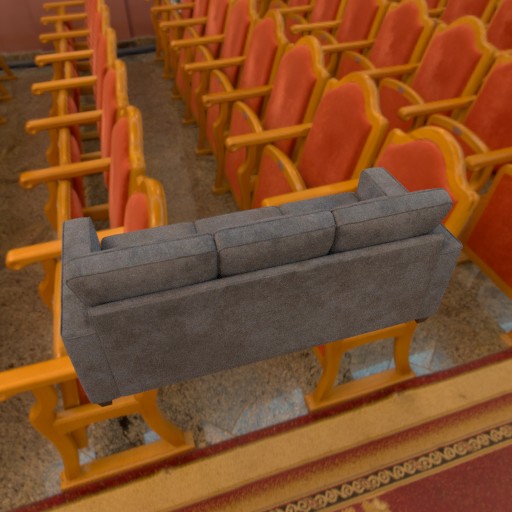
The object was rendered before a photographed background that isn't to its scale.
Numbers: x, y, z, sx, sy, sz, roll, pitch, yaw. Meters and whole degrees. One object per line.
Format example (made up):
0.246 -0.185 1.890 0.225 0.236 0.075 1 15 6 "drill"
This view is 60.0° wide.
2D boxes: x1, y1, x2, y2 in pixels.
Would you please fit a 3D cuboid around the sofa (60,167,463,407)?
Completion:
0.000 0.000 2.638 2.133 0.965 0.939 -12 43 -13 "sofa"
